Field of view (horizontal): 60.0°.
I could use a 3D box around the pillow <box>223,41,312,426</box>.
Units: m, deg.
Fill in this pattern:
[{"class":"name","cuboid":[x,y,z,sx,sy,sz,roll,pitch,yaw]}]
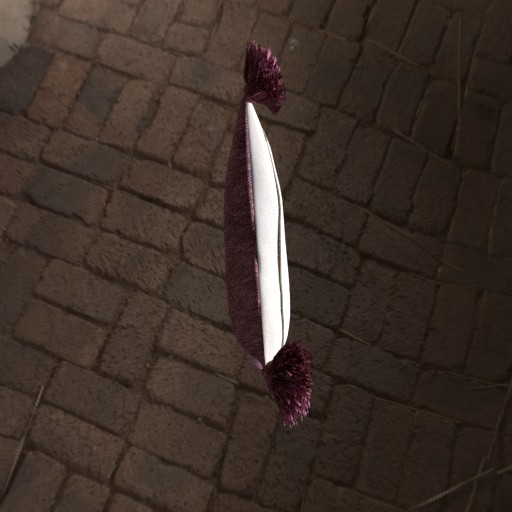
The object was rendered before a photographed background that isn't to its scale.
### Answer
[{"class":"pillow","cuboid":[0.000,0.000,0.958,0.138,0.659,0.641,-4,77,-1]}]
